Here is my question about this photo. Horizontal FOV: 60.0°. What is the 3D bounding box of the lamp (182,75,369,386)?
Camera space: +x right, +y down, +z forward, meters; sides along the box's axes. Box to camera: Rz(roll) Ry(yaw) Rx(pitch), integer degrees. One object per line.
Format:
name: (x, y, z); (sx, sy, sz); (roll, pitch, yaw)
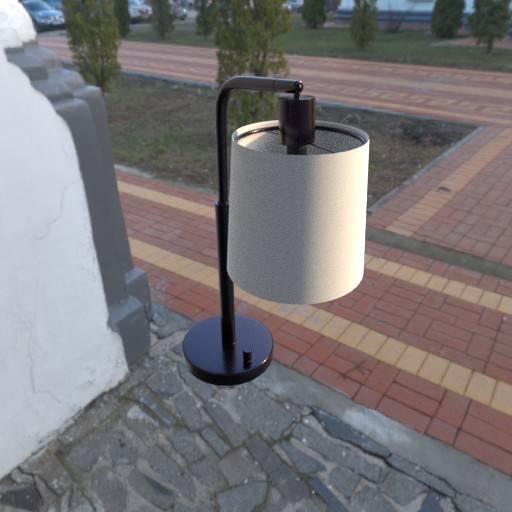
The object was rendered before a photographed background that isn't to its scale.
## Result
lamp: (0.000, 0.000, 0.632); (0.171, 0.489, 0.333); (-21, 36, -32)
